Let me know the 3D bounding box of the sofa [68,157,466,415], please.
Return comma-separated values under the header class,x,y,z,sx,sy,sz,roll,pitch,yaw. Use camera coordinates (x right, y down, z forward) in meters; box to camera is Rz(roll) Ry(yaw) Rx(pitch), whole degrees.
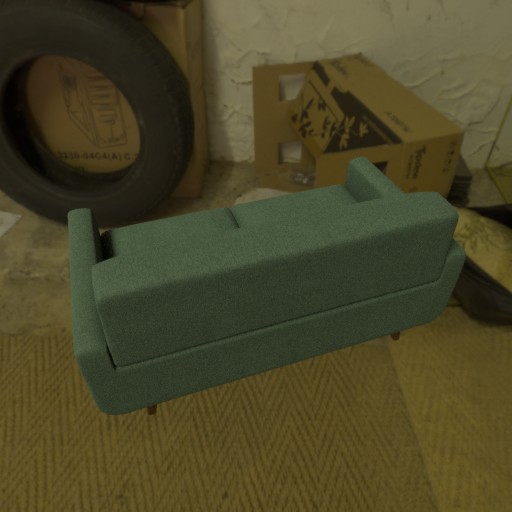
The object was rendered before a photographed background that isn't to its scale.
class,x,y,z,sx,sy,sz,roll,pitch,yaw
sofa,0.000,0.000,2.121,1.631,0.841,0.909,-13,43,-14
